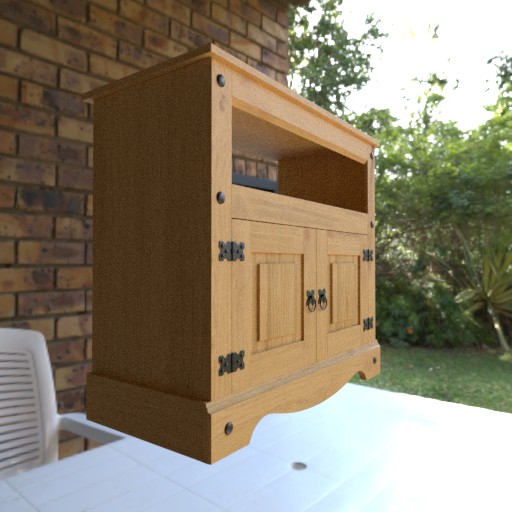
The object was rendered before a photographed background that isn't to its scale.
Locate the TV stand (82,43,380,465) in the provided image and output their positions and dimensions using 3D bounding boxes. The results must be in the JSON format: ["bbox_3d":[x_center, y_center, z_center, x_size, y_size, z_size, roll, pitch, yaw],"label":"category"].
[{"bbox_3d":[0.000,0.000,1.292,0.430,0.787,0.851,-1,-1,37],"label":"TV stand"}]
